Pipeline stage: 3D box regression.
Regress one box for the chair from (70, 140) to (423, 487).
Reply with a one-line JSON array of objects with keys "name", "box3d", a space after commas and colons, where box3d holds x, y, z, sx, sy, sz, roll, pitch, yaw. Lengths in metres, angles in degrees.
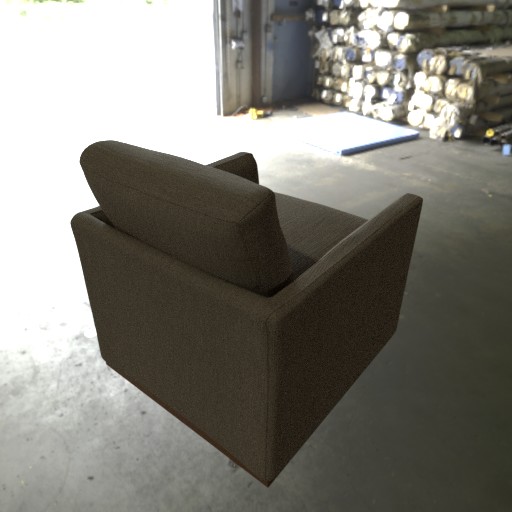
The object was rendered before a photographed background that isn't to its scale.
[{"name": "chair", "box3d": [0.000, 0.000, 1.449, 0.763, 0.811, 0.834, 22, 37, 33]}]
